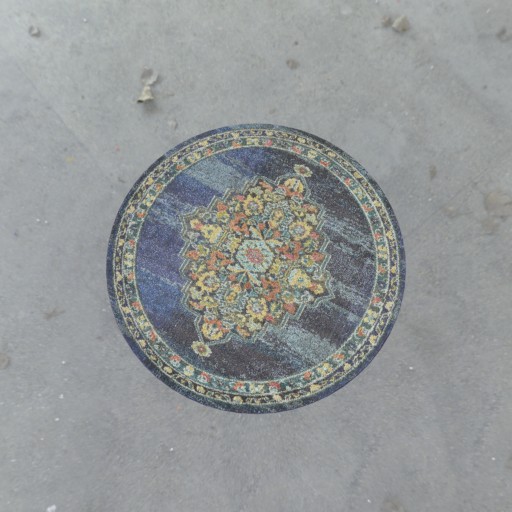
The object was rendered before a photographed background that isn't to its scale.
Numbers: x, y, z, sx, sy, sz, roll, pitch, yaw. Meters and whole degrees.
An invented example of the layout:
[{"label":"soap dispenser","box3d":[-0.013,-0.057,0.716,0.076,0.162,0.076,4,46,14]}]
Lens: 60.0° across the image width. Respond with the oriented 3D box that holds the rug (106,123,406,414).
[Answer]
[{"label":"rug","box3d":[0.000,0.000,3.541,2.386,0.014,2.386,0,75,0]}]
